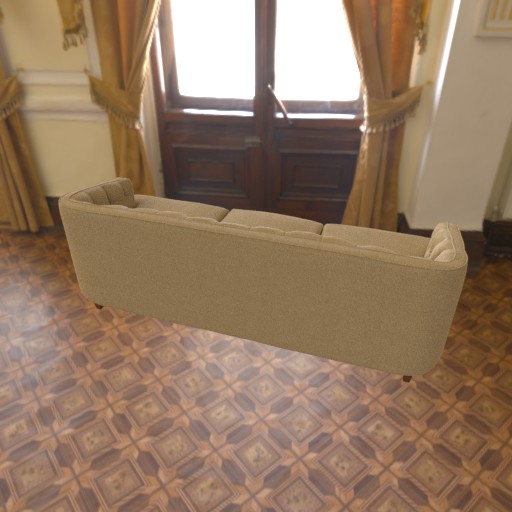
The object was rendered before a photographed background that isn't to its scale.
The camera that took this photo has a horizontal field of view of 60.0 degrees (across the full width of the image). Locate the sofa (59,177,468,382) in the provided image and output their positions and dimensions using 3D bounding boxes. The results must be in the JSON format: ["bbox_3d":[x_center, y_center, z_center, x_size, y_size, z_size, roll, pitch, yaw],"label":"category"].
[{"bbox_3d":[0.000,0.000,2.712,2.235,0.788,0.913,10,33,16],"label":"sofa"}]
